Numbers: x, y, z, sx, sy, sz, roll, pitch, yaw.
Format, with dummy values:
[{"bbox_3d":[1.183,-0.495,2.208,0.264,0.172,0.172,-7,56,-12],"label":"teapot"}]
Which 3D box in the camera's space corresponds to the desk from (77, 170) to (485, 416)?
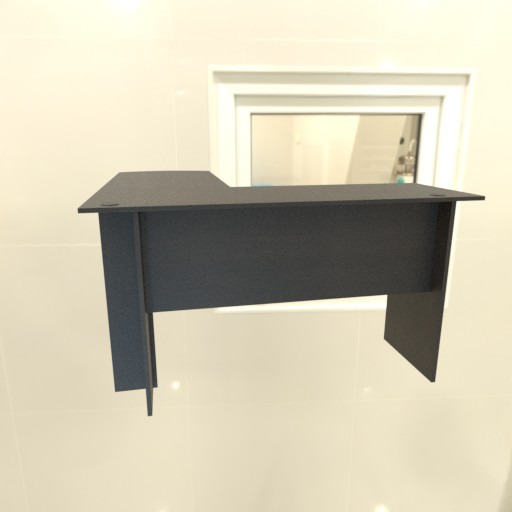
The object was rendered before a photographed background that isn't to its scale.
[{"bbox_3d":[0.000,0.000,2.107,1.303,0.716,1.361,-3,15,-11],"label":"desk"}]
